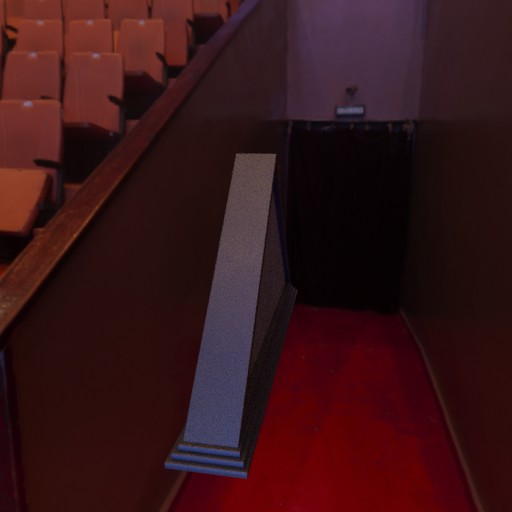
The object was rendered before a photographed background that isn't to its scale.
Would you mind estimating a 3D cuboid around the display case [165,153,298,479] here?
[{"bbox_3d":[0.000,0.000,0.756,0.095,0.340,0.640,3,14,10],"label":"display case"}]
